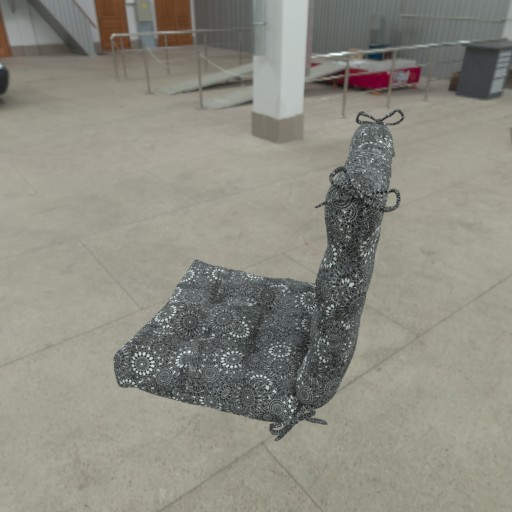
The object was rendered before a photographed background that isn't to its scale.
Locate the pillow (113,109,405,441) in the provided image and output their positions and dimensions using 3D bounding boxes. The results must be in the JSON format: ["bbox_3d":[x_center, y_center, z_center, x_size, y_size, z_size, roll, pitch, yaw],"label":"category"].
[{"bbox_3d":[0.000,0.000,1.027,0.571,0.605,0.519,9,31,15],"label":"pillow"}]
